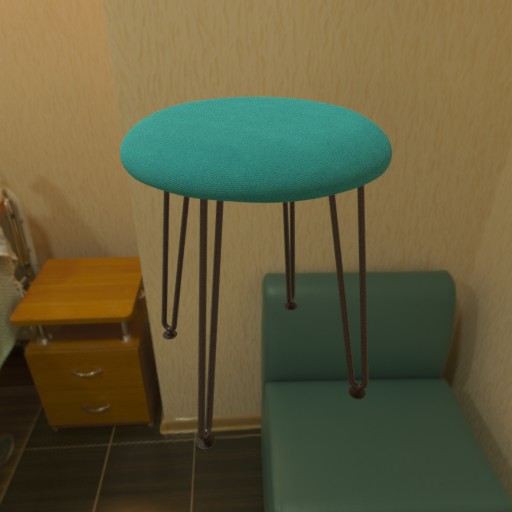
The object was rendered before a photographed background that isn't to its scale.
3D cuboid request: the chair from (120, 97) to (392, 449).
[{"bbox_3d":[0.000,0.000,0.675,0.350,0.430,0.350,-18,34,-28],"label":"chair"}]
